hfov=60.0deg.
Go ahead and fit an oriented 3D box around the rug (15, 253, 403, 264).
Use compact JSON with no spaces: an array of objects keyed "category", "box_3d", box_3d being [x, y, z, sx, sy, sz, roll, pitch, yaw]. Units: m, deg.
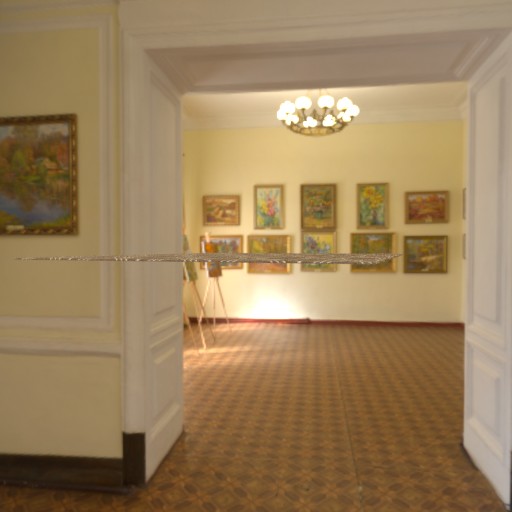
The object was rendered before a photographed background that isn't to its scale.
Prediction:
[{"category":"rug","box_3d":[0.000,0.000,4.090,2.457,0.012,3.062,0,1,21]}]
